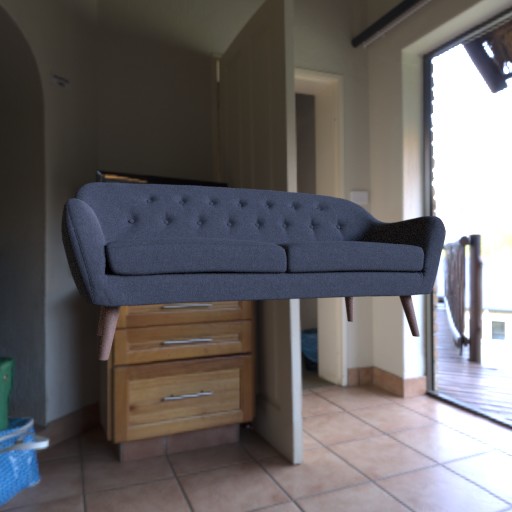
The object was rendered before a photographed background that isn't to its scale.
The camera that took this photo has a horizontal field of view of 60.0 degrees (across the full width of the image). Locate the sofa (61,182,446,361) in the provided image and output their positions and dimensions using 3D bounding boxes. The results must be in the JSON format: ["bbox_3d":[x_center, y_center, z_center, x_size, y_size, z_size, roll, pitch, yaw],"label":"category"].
[{"bbox_3d":[0.000,0.000,2.302,1.840,0.820,0.820,0,-1,-21],"label":"sofa"}]
